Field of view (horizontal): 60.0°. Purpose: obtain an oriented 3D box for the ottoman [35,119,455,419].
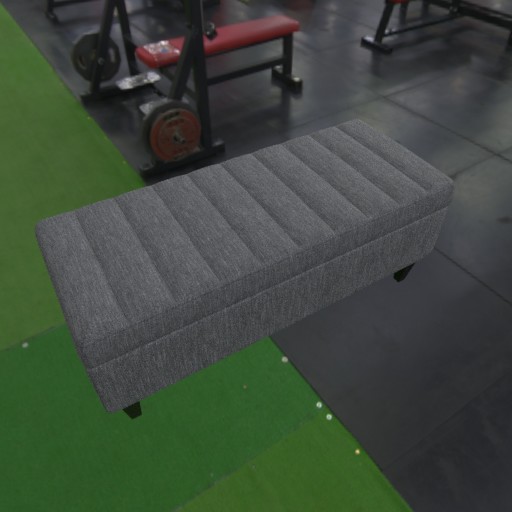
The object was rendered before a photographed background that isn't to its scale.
[{"bbox_3d":[0.000,0.000,1.412,1.151,0.469,0.482,-23,49,-21],"label":"ottoman"}]
